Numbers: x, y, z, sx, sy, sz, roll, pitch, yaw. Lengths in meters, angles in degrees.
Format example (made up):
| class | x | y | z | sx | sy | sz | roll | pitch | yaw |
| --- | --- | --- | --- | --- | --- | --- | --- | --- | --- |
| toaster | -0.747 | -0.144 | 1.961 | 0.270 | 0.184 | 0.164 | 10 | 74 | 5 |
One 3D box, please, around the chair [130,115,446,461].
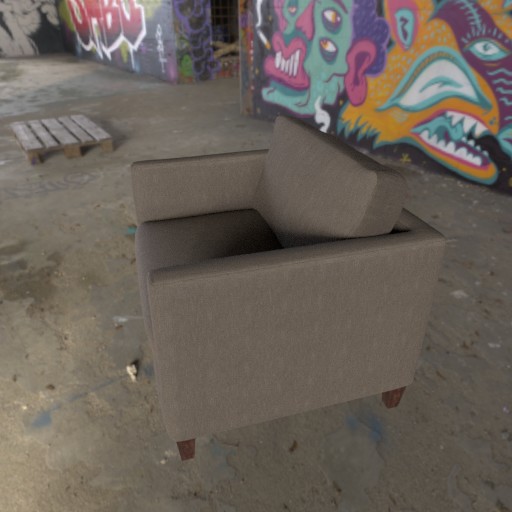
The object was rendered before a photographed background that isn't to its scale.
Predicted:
| class | x | y | z | sx | sy | sz | roll | pitch | yaw |
| --- | --- | --- | --- | --- | --- | --- | --- | --- | --- |
| chair | 0.000 | 0.000 | 1.835 | 0.959 | 0.963 | 1.107 | -8 | 31 | -14 |
